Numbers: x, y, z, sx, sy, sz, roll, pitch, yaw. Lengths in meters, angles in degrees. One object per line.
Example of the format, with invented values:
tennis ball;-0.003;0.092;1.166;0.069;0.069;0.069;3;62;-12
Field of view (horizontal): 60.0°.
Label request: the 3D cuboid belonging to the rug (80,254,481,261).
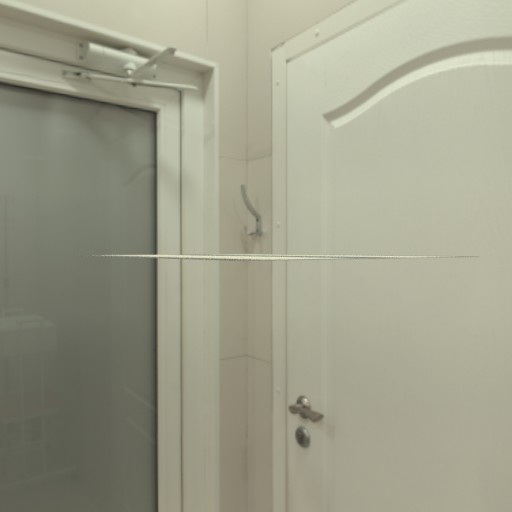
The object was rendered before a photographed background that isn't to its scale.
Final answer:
rug;0.000;0.000;4.191;2.453;0.004;3.037;-1;1;-37
